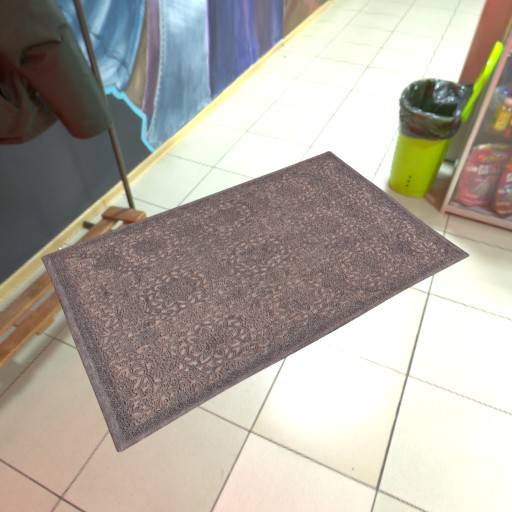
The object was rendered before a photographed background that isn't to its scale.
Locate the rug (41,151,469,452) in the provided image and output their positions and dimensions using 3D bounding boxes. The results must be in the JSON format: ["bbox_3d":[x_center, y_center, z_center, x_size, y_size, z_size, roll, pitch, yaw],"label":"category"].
[{"bbox_3d":[0.000,0.000,3.018,2.498,0.022,1.535,-24,50,-22],"label":"rug"}]
